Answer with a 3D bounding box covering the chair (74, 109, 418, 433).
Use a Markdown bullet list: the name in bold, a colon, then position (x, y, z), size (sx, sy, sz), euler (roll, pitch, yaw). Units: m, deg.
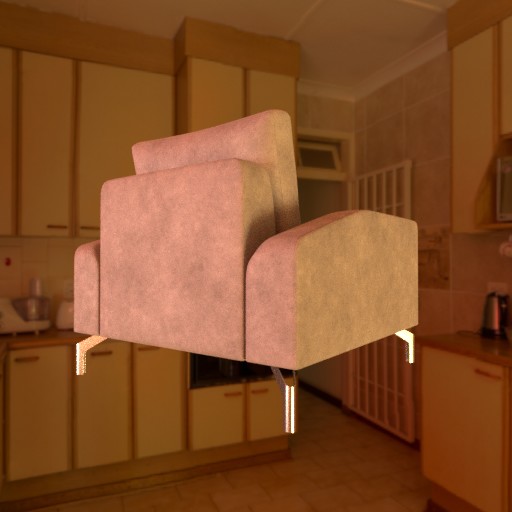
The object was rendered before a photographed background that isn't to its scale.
- **chair**: position (0.000, 0.000, 1.599), size (0.900, 0.800, 0.900), euler (0, -1, 37)
